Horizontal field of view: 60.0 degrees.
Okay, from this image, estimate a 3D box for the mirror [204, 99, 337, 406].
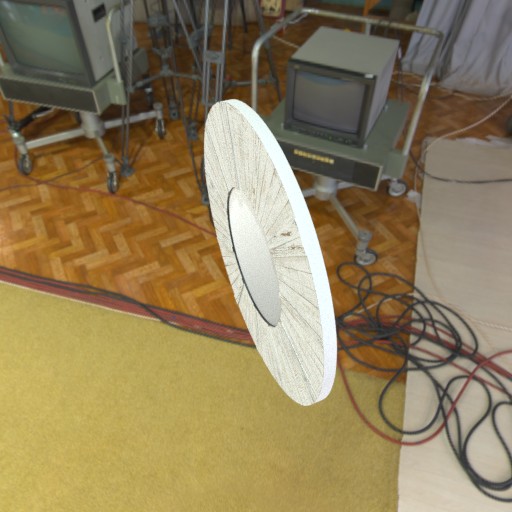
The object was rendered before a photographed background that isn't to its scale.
[{"bbox_3d":[0.000,0.000,1.358,0.038,0.914,0.914,-17,50,-15],"label":"mirror"}]
